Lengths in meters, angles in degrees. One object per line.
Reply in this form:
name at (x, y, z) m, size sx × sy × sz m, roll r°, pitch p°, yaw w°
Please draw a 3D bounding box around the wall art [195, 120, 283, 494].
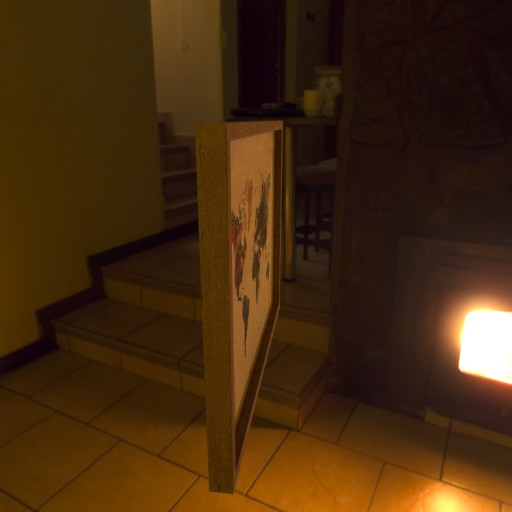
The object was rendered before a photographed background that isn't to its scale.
wall art at (0.000, 0.000, 1.736) m, size 0.070 × 1.009 × 1.320 m, roll 3°, pitch 17°, yaw 8°
